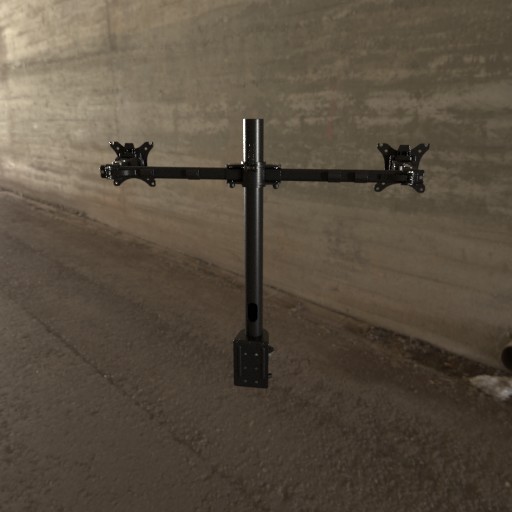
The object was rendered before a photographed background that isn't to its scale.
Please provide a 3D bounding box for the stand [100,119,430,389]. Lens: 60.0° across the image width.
[{"bbox_3d":[0.000,0.000,1.021,0.743,0.603,0.150,3,17,9],"label":"stand"}]
